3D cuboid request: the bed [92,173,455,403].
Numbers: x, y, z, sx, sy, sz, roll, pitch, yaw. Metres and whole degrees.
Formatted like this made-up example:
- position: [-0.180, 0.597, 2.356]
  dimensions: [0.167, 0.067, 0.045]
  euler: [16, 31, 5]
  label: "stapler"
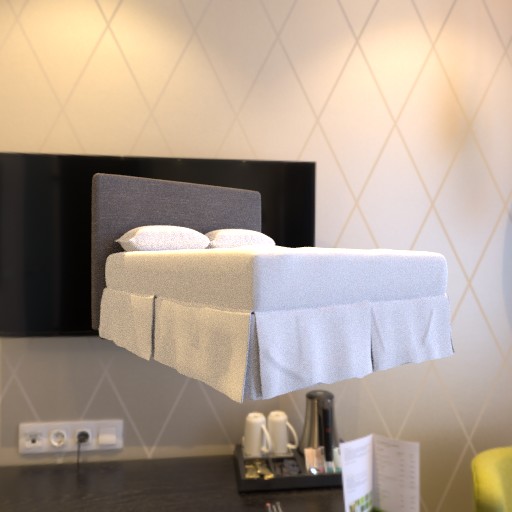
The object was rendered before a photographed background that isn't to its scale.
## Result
- position: [0.000, 0.000, 3.211]
  dimensions: [1.723, 1.330, 2.142]
  euler: [0, 0, -37]
  label: "bed"
